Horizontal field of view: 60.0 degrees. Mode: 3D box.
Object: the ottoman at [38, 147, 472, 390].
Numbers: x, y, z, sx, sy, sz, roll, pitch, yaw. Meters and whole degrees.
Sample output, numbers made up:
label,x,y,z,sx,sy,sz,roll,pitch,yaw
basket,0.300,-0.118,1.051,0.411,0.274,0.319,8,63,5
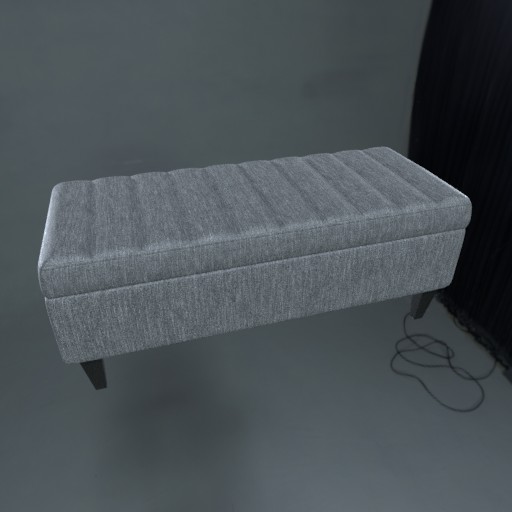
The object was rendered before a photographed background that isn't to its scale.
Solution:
label,x,y,z,sx,sy,sz,roll,pitch,yaw
ottoman,0.000,0.000,1.396,1.151,0.469,0.482,-9,34,-14
